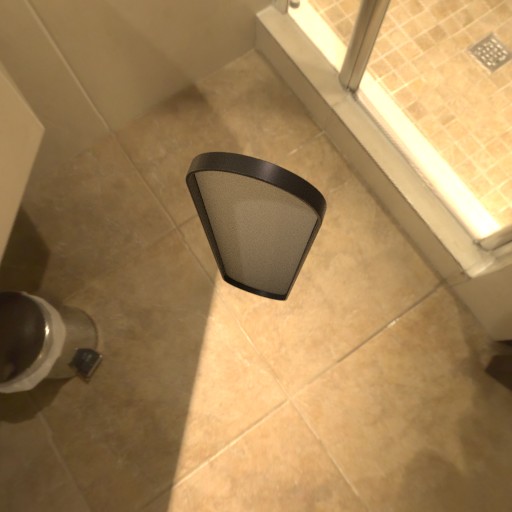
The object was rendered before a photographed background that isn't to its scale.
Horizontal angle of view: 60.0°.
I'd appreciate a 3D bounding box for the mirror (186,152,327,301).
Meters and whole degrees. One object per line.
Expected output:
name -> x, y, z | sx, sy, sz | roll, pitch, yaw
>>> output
mirror -> 0.000, 0.000, 1.074 | 0.222, 0.991, 0.032 | 18, 77, 4
